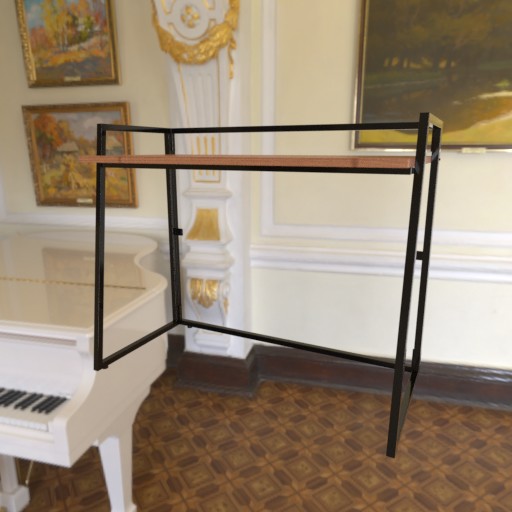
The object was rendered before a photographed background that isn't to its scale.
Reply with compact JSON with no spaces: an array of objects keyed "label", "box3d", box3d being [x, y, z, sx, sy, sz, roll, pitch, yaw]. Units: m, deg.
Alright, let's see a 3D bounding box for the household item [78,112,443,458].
[{"label":"household item","box3d":[0.000,0.000,1.481,1.050,0.860,0.510,7,15,26]}]
